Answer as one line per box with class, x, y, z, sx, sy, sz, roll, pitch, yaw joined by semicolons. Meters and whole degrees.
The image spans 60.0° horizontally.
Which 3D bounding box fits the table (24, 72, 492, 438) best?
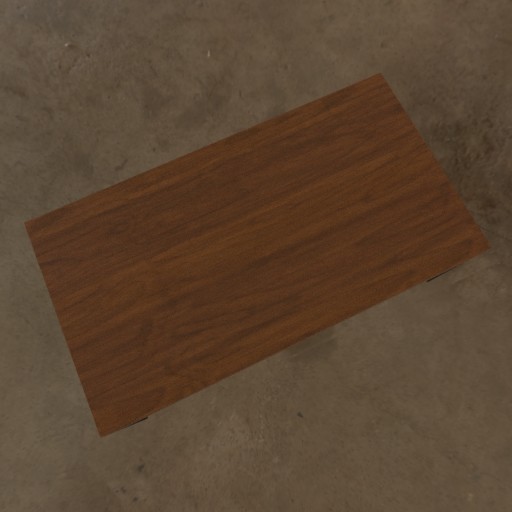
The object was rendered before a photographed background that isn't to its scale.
table;0.000;0.000;1.336;1.057;0.414;0.574;-25;76;-6
